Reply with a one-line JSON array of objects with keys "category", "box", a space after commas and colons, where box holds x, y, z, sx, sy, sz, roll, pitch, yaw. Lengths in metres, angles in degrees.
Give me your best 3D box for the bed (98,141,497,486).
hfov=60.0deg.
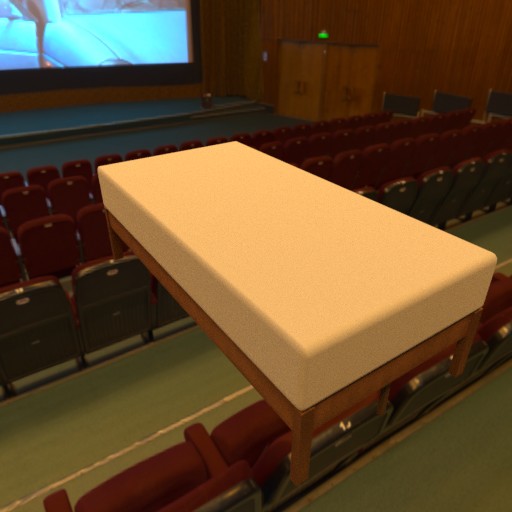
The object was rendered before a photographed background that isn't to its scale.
[{"category": "bed", "box": [0.000, 0.000, 2.283, 0.961, 0.616, 1.902, -19, 35, -29]}]
